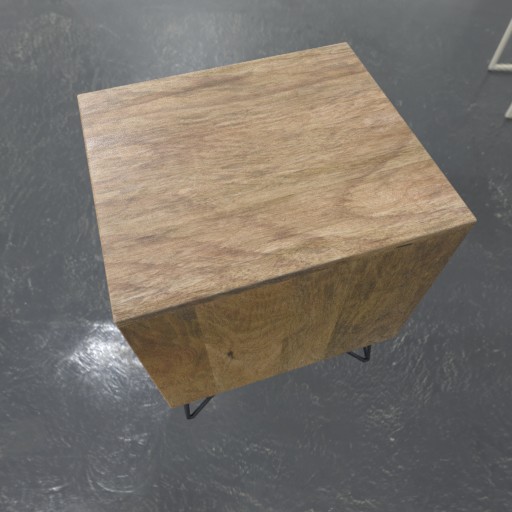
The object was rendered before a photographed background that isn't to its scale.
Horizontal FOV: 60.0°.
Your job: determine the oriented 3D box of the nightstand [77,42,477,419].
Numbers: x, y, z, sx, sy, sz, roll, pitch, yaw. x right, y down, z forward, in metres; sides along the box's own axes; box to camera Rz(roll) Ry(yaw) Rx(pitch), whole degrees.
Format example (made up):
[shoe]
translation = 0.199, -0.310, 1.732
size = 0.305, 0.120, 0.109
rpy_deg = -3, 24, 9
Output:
[nightstand]
translation = 0.000, 0.000, 0.859
size = 0.457, 0.559, 0.406
rpy_deg = -15, 59, -9
